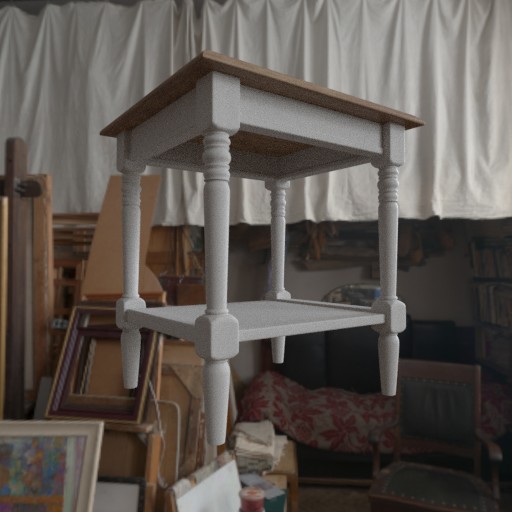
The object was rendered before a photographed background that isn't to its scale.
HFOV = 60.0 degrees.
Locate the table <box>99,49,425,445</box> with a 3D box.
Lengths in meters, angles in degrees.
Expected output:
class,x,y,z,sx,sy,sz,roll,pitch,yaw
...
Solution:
class,x,y,z,sx,sy,sz,roll,pitch,yaw
table,0.000,0.000,0.923,0.508,0.561,0.457,0,-1,-36
